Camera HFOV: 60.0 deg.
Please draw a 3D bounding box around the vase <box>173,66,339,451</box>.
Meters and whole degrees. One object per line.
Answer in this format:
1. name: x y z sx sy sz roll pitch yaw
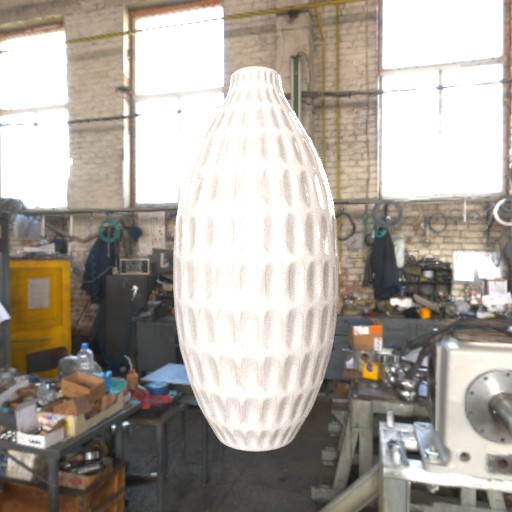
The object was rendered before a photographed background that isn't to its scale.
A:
1. vase: 0.000 0.000 0.347 0.127 0.282 0.127 0 1 0
